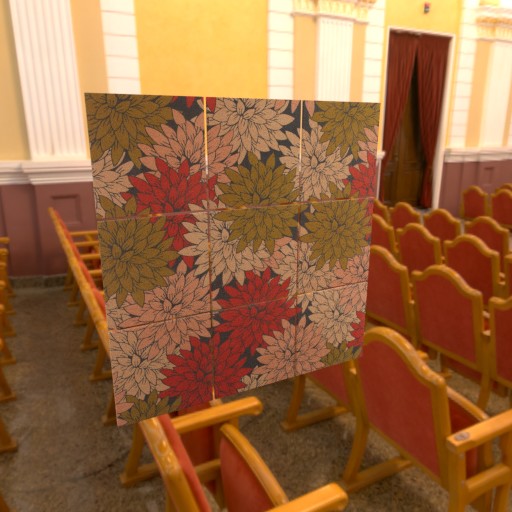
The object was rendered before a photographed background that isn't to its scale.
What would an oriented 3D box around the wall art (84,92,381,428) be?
[{"bbox_3d":[0.000,0.000,1.816,1.206,1.218,0.013,-8,18,-26],"label":"wall art"}]
